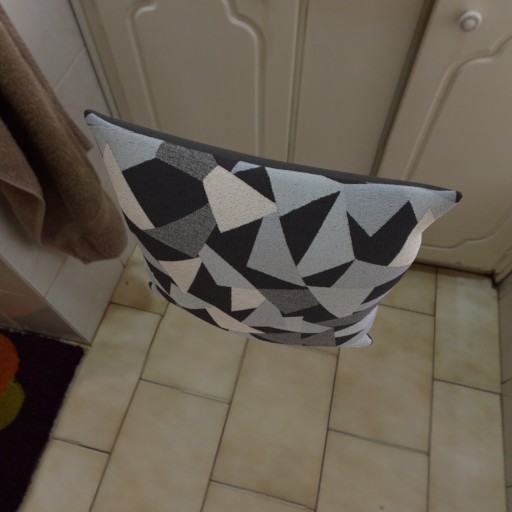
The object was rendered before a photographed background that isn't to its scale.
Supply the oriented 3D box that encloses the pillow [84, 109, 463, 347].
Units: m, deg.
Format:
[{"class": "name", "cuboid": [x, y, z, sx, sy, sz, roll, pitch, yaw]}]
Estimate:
[{"class": "pillow", "cuboid": [0.000, 0.000, 0.753, 0.503, 0.496, 0.208, 14, 60, 8]}]
